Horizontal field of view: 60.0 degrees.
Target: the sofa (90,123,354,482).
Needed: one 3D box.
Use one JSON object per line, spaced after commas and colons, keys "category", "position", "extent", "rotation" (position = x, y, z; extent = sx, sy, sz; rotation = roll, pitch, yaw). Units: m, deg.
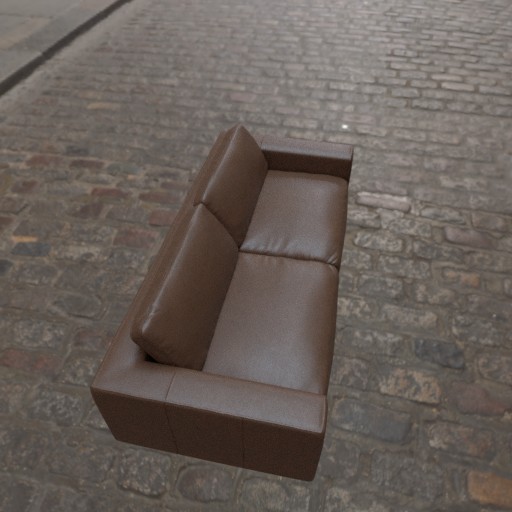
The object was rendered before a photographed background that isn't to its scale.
{"category": "sofa", "position": [0.000, 0.000, 2.754], "extent": [1.070, 0.801, 2.262], "rotation": [8, 46, 8]}
